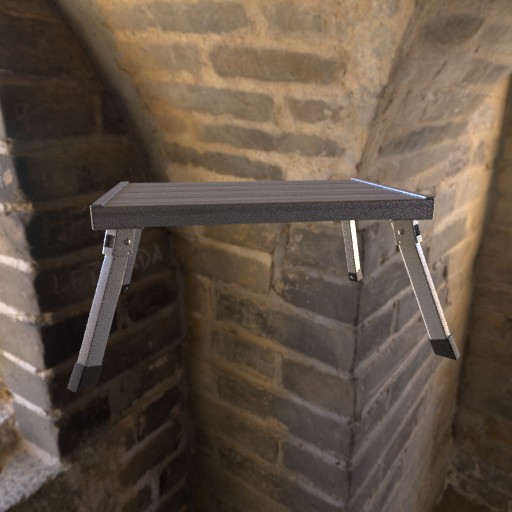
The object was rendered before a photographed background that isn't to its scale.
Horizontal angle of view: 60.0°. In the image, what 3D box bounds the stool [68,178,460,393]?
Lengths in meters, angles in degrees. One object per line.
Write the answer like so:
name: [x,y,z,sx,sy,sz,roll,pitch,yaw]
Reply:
stool: [0.000,0.000,0.738,0.535,0.225,0.385,-2,15,-9]
